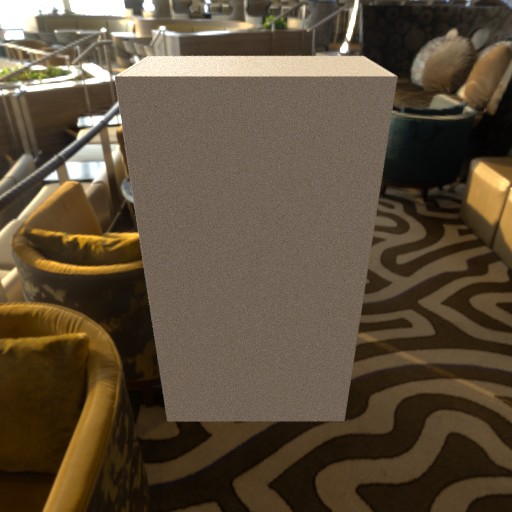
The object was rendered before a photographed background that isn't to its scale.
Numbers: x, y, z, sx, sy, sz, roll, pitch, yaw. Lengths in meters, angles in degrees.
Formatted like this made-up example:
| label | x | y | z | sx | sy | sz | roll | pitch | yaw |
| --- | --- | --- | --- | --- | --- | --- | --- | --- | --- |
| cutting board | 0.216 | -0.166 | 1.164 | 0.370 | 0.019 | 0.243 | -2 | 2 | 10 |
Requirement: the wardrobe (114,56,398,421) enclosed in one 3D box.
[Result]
| label | x | y | z | sx | sy | sz | roll | pitch | yaw |
| --- | --- | --- | --- | --- | --- | --- | --- | --- | --- |
| wardrobe | 0.000 | 0.000 | 2.259 | 0.991 | 1.808 | 0.577 | 0 | 31 | 0 |
